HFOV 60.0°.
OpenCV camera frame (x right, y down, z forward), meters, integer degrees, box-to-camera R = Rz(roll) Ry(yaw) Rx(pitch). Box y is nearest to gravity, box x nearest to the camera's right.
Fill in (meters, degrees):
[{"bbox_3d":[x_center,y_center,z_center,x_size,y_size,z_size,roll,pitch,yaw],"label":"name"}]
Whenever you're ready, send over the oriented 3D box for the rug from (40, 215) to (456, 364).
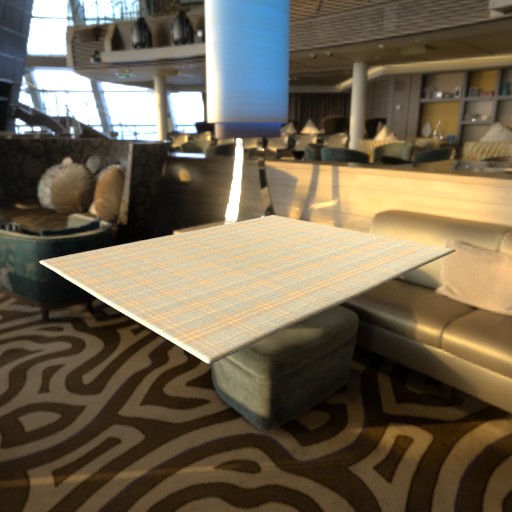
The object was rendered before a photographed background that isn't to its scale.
[{"bbox_3d":[0.000,0.000,4.134,3.066,0.030,2.462,-15,22,-42],"label":"rug"}]
